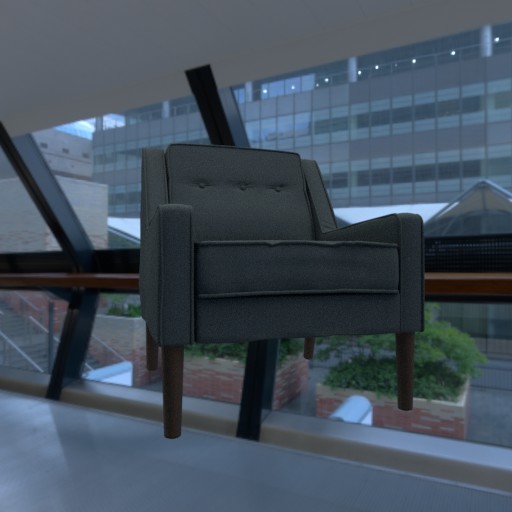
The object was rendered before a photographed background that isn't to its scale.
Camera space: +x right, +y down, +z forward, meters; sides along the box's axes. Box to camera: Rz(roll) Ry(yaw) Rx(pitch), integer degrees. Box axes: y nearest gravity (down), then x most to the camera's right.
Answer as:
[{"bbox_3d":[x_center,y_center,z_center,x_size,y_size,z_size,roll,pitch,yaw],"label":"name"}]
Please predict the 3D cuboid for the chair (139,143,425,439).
[{"bbox_3d":[0.000,0.000,1.333,0.663,0.780,0.733,0,0,-17],"label":"chair"}]
